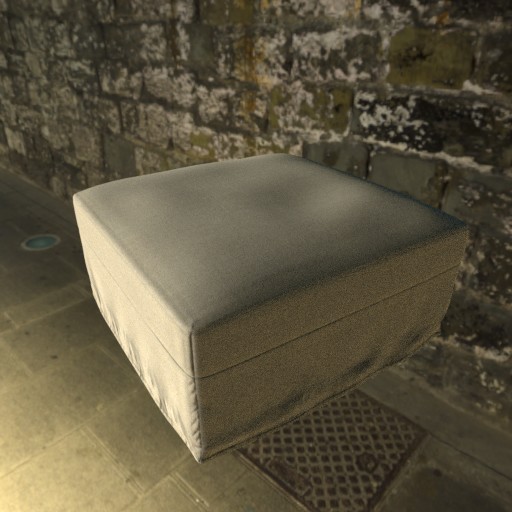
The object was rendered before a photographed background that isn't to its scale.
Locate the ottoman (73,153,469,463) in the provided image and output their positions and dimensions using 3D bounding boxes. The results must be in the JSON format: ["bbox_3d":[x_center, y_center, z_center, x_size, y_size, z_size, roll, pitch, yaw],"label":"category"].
[{"bbox_3d":[0.000,0.000,1.331,0.840,0.436,0.843,-18,33,-29],"label":"ottoman"}]
